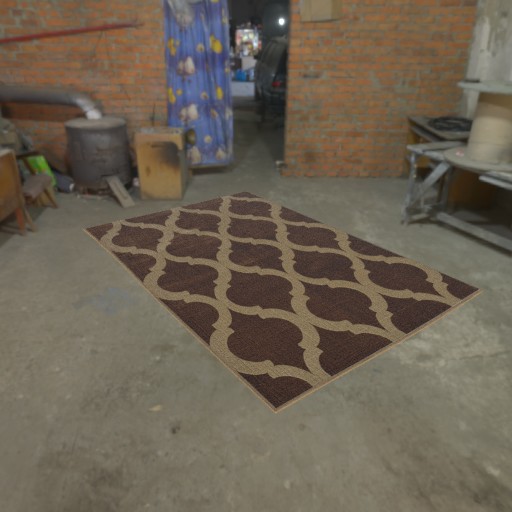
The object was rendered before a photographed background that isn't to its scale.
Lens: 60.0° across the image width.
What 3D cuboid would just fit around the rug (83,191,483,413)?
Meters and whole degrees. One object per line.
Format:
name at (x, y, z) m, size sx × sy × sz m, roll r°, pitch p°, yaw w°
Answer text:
rug at (0.000, 0.000, 2.911) m, size 1.526 × 0.014 × 2.290 m, roll -18°, pitch 32°, yaw -33°
